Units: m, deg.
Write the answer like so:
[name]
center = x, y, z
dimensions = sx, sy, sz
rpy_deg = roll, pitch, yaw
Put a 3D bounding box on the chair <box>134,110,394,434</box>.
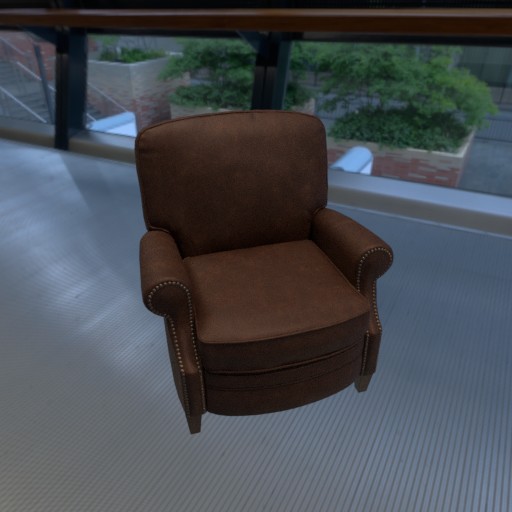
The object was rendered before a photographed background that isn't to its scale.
[chair]
center = 0.000, 0.000, 1.818
dimensions = 0.936, 1.018, 0.986
rpy_deg = -9, 32, -14
